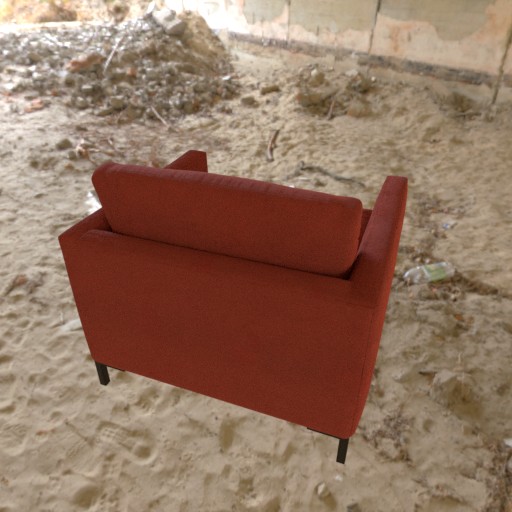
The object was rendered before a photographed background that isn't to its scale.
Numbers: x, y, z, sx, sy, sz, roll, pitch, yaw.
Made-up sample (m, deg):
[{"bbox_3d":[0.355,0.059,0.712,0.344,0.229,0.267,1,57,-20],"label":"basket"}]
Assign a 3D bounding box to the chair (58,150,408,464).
[{"bbox_3d":[0.000,0.000,1.615,0.964,0.812,0.875,11,34,18],"label":"chair"}]
